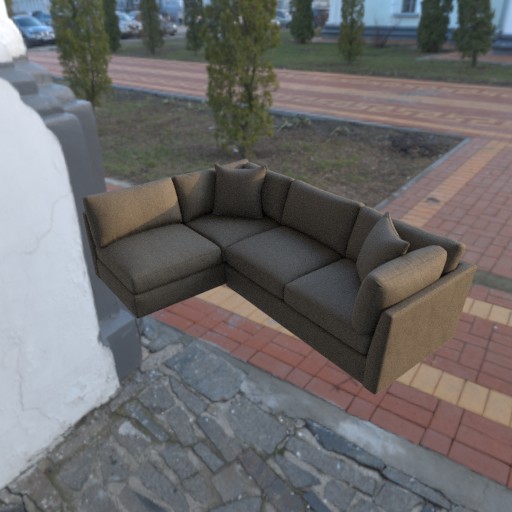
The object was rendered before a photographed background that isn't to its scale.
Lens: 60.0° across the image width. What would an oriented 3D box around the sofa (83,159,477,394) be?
[{"bbox_3d":[0.000,0.000,3.890,1.994,0.978,2.896,-21,35,-33],"label":"sofa"}]
